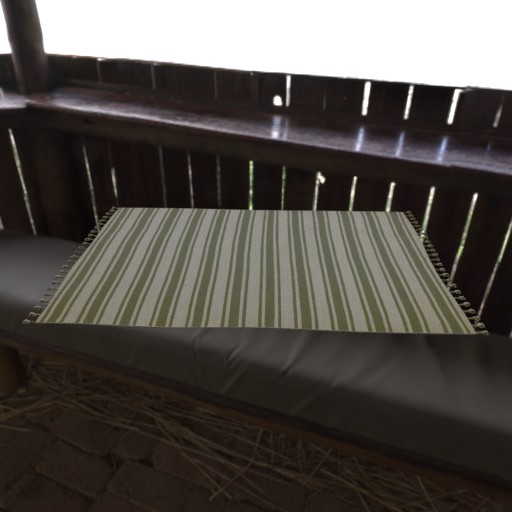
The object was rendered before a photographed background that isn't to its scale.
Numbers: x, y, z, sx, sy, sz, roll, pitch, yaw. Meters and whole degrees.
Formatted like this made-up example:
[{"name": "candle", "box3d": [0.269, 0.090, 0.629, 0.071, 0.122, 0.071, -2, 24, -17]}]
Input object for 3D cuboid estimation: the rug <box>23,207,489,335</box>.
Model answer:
[{"name": "rug", "box3d": [0.000, 0.000, 2.252, 1.875, 0.013, 1.162, 1, 30, 2]}]
